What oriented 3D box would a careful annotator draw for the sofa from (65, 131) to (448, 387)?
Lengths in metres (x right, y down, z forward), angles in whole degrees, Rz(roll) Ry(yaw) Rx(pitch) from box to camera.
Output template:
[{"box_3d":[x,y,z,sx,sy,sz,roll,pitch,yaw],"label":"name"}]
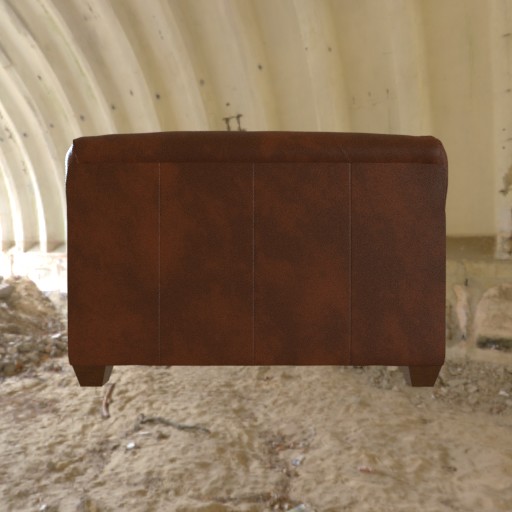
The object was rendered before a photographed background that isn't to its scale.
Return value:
[{"box_3d":[0.000,0.000,2.073,1.413,0.956,1.000,0,1,0],"label":"sofa"}]
